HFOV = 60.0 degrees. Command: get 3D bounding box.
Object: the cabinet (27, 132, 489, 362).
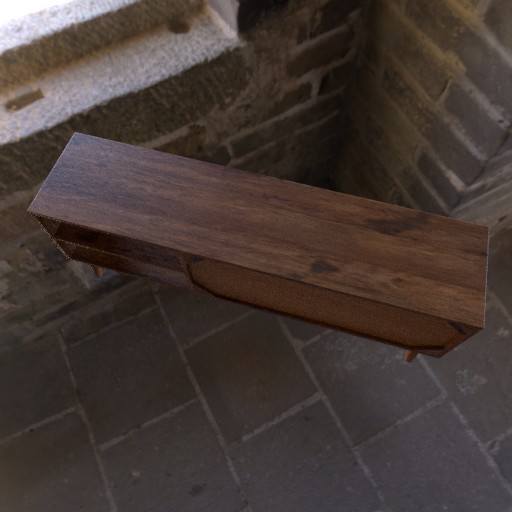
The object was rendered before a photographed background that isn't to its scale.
[{"bbox_3d":[0.000,0.000,1.662,1.448,0.528,0.349,14,64,7],"label":"cabinet"}]
